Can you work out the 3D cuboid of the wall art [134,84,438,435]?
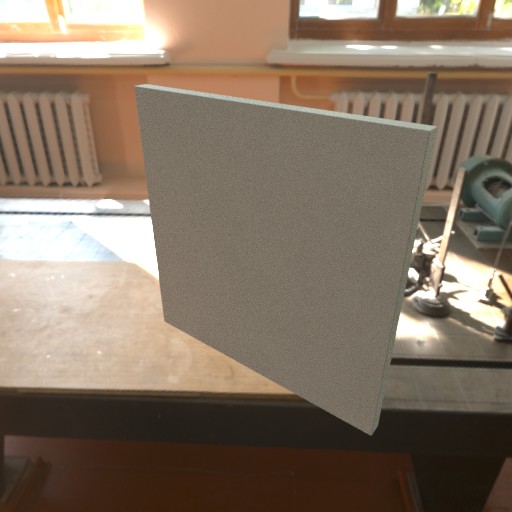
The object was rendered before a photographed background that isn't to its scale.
[{"bbox_3d":[0.000,0.000,1.142,0.762,0.762,0.040,21,36,32],"label":"wall art"}]
